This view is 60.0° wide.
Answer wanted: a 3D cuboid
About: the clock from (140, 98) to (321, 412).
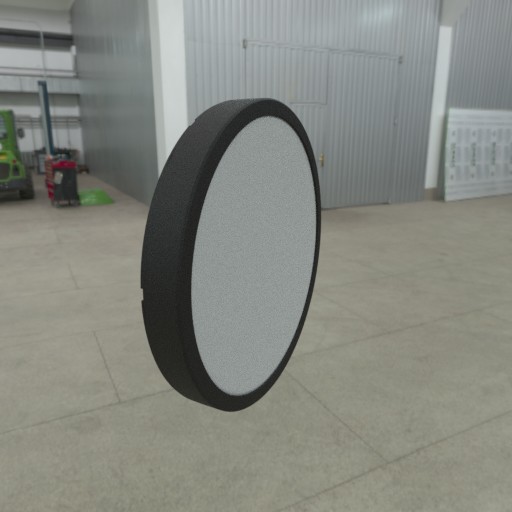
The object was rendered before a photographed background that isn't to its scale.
[{"bbox_3d":[0.000,0.000,0.438,0.040,0.293,0.293,8,17,26],"label":"clock"}]
